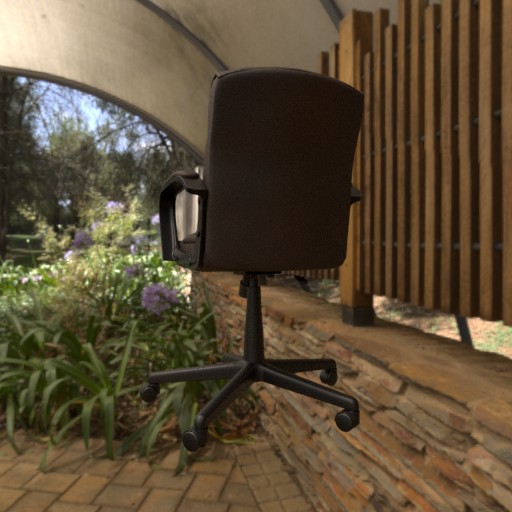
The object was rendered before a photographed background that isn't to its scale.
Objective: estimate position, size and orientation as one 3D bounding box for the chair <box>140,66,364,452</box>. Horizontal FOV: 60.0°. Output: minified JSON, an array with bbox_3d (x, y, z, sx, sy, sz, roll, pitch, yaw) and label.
[{"bbox_3d":[0.000,0.000,1.492,0.739,1.004,0.717,-1,2,-20],"label":"chair"}]
